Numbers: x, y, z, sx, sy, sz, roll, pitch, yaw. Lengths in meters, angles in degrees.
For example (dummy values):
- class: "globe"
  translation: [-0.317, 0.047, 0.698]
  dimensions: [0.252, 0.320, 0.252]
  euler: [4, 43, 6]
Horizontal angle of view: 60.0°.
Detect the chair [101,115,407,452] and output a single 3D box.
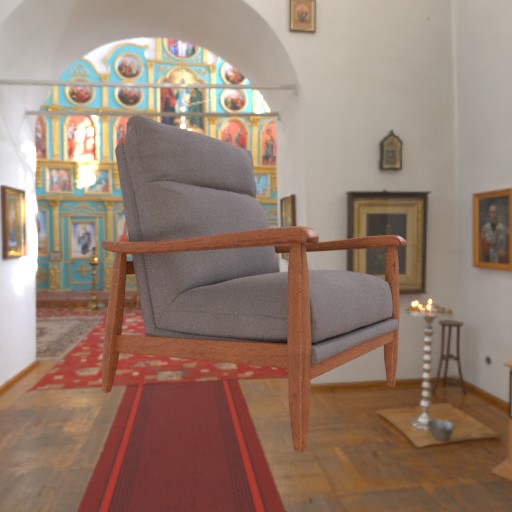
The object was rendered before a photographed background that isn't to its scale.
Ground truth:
- class: "chair"
  translation: [0.000, 0.000, 1.528]
  dimensions: [0.816, 0.922, 0.782]
  euler: [0, 1, 36]
